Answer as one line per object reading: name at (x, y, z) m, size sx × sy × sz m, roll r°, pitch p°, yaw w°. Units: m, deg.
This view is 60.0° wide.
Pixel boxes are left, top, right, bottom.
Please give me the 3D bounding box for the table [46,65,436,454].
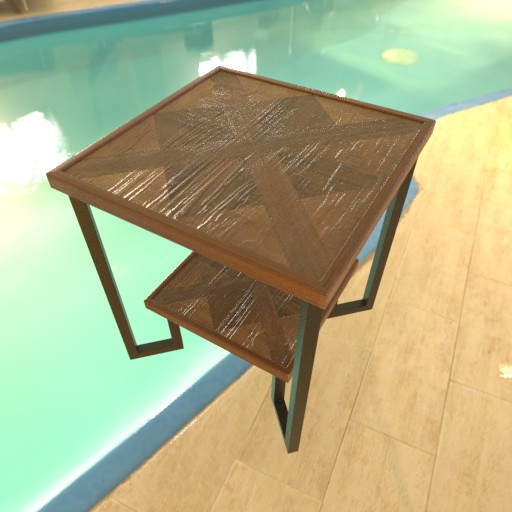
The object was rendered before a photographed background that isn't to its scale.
table at (0.000, 0.000, 0.984) m, size 0.503 × 0.563 × 0.503 m, roll 23°, pitch 50°, yaw 21°
